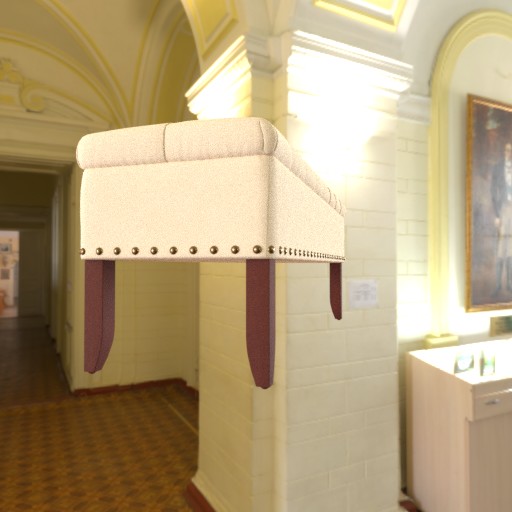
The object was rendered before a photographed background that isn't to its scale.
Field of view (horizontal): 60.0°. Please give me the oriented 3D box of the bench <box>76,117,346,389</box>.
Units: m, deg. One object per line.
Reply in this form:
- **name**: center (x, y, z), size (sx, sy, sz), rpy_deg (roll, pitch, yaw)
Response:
- **bench**: center (0.000, 0.000, 1.272), size (0.400, 0.470, 1.054), rpy_deg (0, -1, 18)
